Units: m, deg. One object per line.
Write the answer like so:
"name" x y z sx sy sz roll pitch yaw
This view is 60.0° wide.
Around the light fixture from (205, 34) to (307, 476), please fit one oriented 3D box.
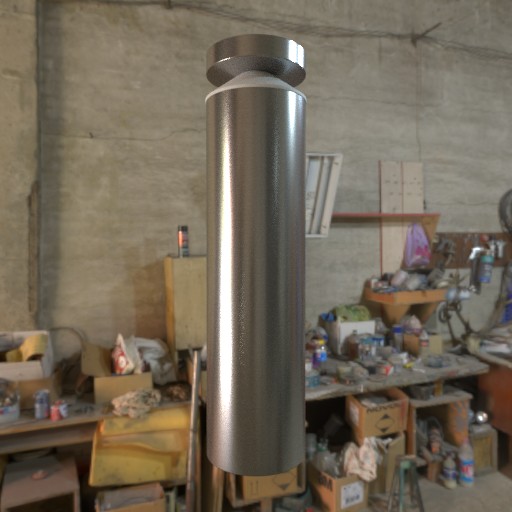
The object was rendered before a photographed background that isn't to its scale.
"light fixture" 0.000 0.000 0.451 0.102 0.400 0.102 1 1 36
